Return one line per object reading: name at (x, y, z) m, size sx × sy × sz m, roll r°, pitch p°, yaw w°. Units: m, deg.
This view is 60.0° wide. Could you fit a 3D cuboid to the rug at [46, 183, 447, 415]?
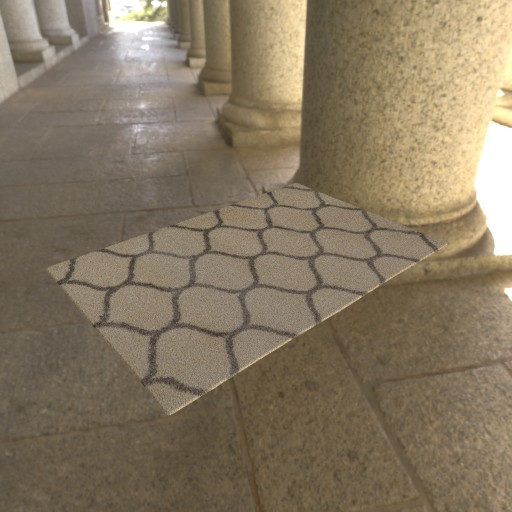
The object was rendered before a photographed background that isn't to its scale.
rug at (0.000, 0.000, 3.553) m, size 2.701 × 0.026 × 1.801 m, roll -24°, pitch 38°, yaw -34°
